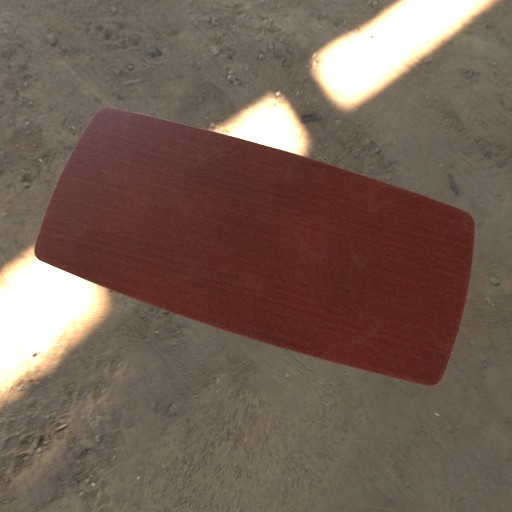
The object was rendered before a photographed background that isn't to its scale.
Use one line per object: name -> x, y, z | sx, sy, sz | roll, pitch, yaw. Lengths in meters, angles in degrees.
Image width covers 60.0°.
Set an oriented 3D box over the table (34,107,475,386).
table -> 0.000, 0.000, 1.493 | 1.216, 0.473, 0.561 | 17, 77, 4
